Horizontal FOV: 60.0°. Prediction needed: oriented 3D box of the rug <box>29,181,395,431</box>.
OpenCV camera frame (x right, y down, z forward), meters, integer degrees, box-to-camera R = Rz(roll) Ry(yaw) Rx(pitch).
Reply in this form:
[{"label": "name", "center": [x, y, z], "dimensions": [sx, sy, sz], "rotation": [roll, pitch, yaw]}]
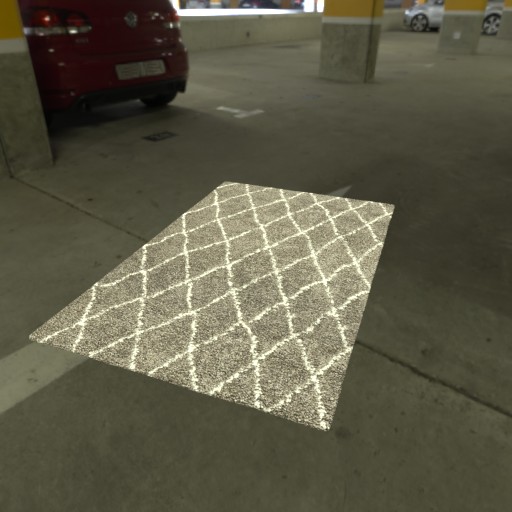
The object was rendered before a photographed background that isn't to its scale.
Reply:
[{"label": "rug", "center": [0.000, 0.000, 3.396], "dimensions": [1.778, 0.030, 2.743], "rotation": [11, 32, 18]}]
